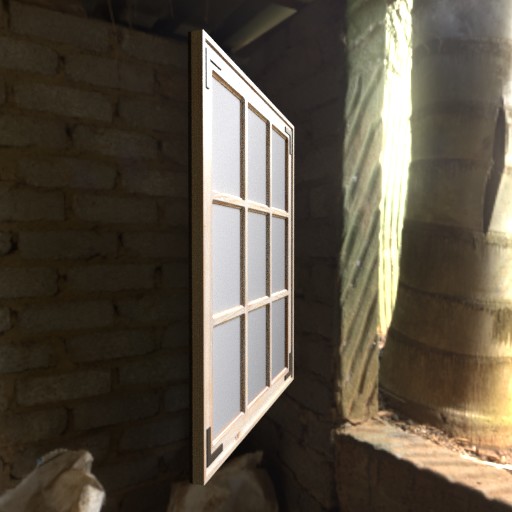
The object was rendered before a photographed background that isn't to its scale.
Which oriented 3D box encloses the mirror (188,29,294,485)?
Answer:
[{"bbox_3d":[0.000,0.000,1.207,0.032,0.882,0.730,0,1,19],"label":"mirror"}]
